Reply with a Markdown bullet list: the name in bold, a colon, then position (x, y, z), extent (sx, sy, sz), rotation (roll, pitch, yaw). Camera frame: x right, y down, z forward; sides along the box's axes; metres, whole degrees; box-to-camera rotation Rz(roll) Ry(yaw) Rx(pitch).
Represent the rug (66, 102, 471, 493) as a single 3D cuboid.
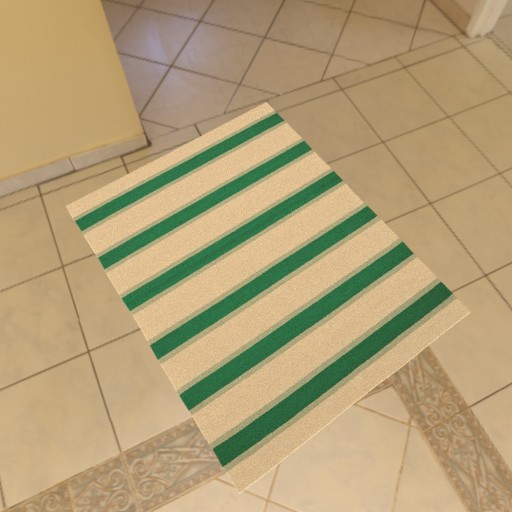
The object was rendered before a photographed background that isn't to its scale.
- **rug**: position (0.000, 0.000, 4.094), extent (2.434, 0.019, 3.041), rotation (-32, 67, -15)
